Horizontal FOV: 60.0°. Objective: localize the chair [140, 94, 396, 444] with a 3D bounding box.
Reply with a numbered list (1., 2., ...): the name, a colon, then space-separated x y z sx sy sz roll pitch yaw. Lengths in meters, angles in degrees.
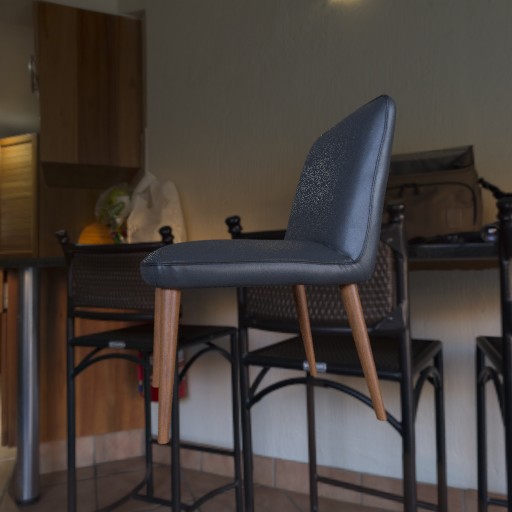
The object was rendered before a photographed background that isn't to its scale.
1. chair: 0.000 0.000 1.232 0.645 0.801 0.543 0 -1 -19
